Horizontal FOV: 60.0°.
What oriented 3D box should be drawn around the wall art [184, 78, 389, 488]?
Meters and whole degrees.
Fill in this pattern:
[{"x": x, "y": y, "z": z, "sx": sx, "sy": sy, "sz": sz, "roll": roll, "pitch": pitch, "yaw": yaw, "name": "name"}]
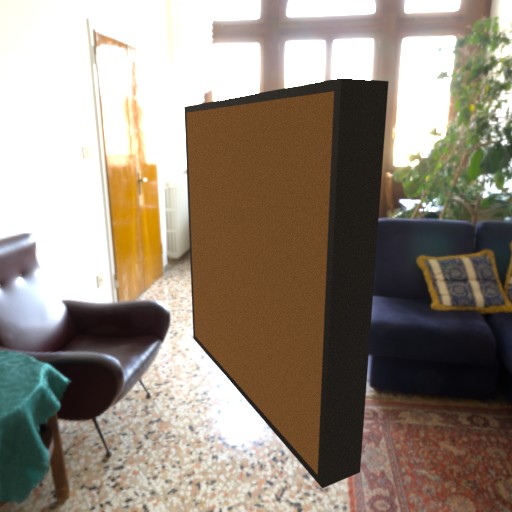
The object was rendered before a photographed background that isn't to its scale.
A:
[{"x": 0.000, "y": 0.000, "z": 0.450, "sx": 0.038, "sy": 0.304, "sz": 0.304, "roll": -8, "pitch": 17, "yaw": -26, "name": "wall art"}]
